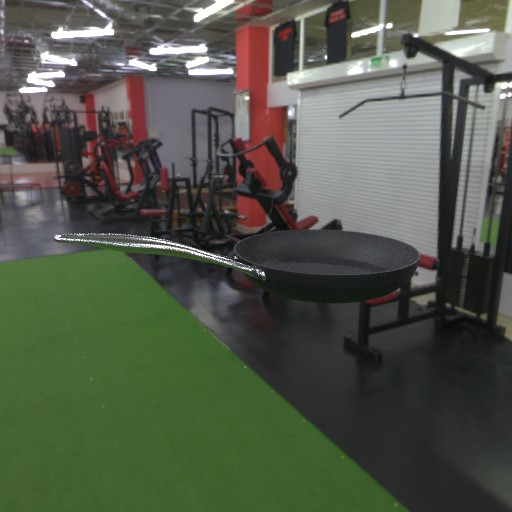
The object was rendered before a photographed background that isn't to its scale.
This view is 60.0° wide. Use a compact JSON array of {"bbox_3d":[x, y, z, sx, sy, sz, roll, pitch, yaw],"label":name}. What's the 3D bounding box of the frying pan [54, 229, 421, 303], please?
[{"bbox_3d":[0.000,0.000,0.576,0.472,0.105,0.255,-8,17,-26],"label":"frying pan"}]
